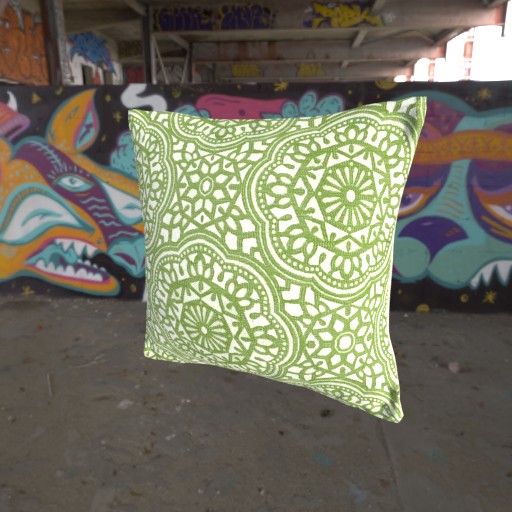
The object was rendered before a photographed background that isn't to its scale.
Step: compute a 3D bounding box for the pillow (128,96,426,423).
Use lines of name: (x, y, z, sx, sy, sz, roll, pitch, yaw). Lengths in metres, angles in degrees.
pillow: (0.000, 0.000, 0.641, 0.440, 0.419, 0.162, 7, 16, 25)
